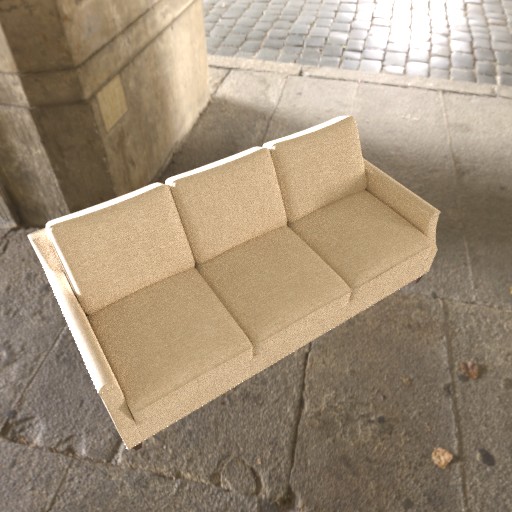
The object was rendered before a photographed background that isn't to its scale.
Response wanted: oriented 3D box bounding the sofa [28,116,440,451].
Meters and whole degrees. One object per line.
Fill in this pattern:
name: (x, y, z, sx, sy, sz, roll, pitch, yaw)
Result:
sofa: (0.000, 0.000, 2.695, 2.210, 0.940, 1.041, -25, 51, -22)
